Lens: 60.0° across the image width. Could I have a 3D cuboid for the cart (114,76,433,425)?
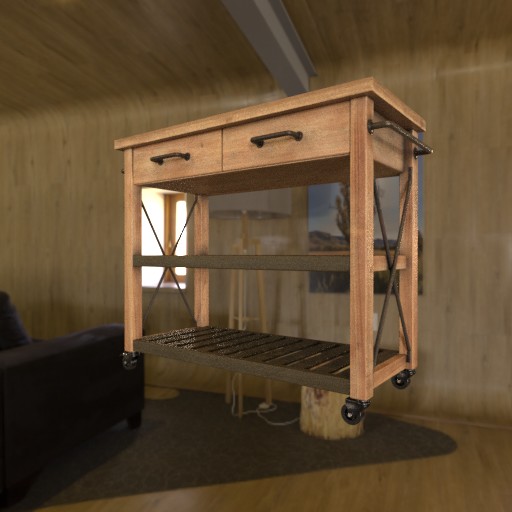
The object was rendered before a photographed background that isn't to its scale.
[{"bbox_3d":[0.000,0.000,0.982,0.686,0.554,0.298,0,0,37],"label":"cart"}]
